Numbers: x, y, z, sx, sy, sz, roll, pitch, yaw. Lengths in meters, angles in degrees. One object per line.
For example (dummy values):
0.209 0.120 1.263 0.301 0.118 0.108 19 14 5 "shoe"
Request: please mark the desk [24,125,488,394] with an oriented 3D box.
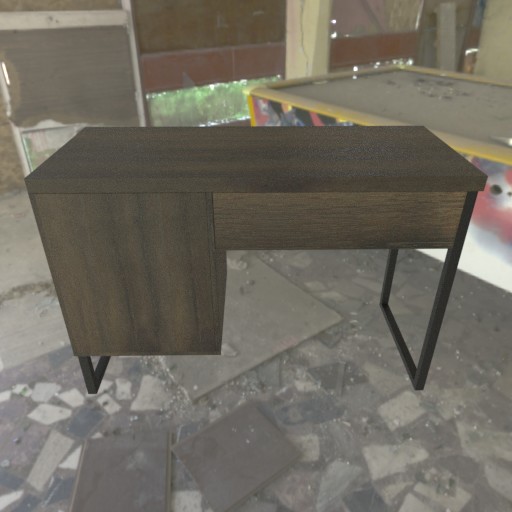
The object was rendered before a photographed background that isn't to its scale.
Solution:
0.000 0.000 1.493 1.134 0.752 0.511 0 31 -1 "desk"
